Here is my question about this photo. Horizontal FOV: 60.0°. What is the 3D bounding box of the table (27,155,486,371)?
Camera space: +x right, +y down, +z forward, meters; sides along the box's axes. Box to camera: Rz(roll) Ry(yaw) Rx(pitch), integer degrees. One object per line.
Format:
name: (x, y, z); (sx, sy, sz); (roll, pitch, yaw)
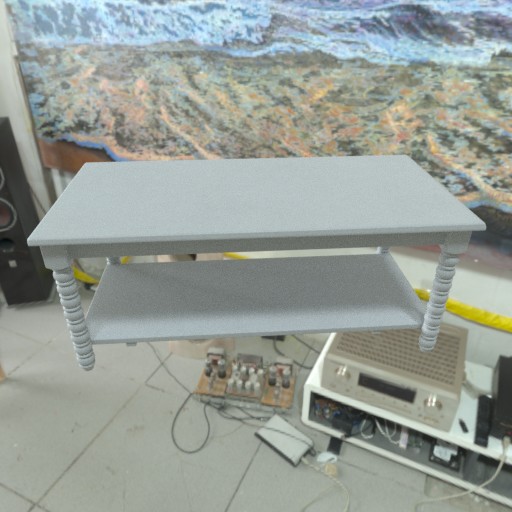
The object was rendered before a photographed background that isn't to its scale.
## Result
table: (0.000, 0.000, 1.486); (1.171, 0.487, 0.580); (-2, 31, -4)
